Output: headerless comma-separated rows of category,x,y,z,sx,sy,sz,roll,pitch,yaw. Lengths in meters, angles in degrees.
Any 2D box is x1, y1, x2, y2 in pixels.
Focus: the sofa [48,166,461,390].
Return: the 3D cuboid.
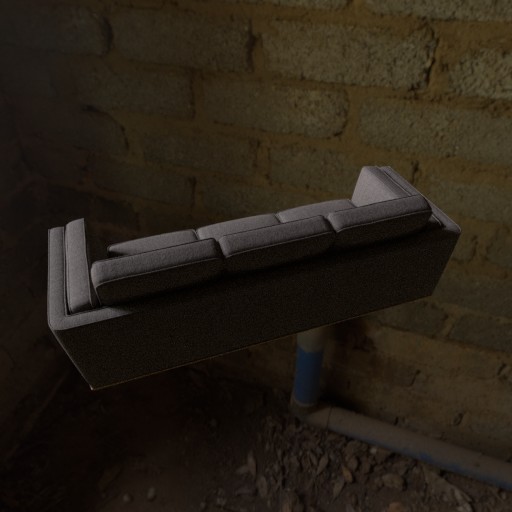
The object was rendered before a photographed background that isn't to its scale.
sofa,0.000,0.000,2.809,2.362,0.899,0.903,-13,42,-15
